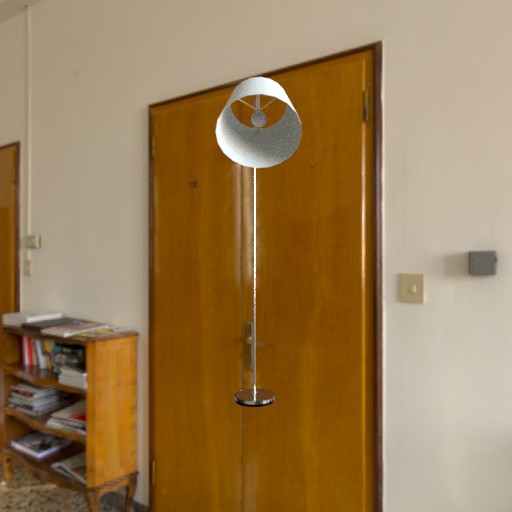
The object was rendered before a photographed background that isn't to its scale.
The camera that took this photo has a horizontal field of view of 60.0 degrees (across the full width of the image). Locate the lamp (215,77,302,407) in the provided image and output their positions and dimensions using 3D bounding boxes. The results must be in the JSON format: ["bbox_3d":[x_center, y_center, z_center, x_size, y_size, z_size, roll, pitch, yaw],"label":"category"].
[{"bbox_3d":[0.000,0.000,2.648,0.406,2.098,1.445,0,0,-1],"label":"lamp"}]
